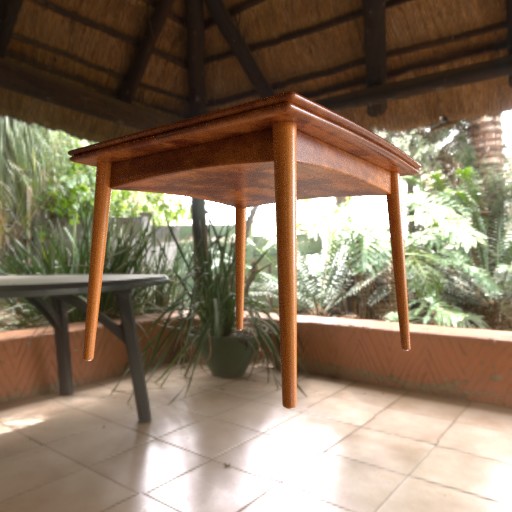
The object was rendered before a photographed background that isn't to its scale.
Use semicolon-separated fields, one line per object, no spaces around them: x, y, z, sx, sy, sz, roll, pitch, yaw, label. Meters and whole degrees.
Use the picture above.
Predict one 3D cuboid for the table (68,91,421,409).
0.000;0.000;1.689;0.991;0.754;0.991;0;-1;37;table
